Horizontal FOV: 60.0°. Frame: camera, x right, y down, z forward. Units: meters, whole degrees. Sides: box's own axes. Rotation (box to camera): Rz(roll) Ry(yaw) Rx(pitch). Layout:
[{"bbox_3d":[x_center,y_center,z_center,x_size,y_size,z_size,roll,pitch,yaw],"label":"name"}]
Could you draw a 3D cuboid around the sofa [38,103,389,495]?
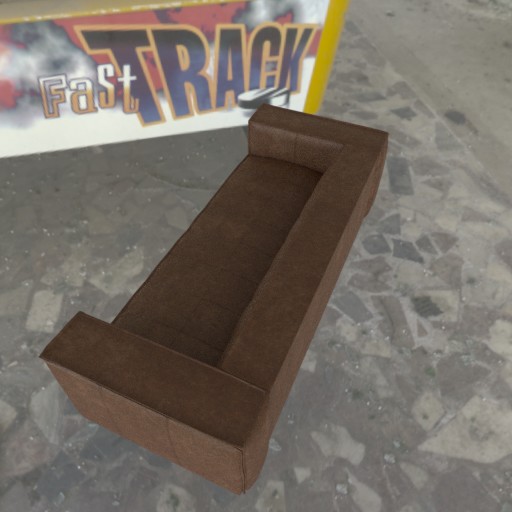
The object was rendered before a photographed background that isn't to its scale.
[{"bbox_3d":[0.000,0.000,2.901,1.102,0.701,2.581,18,50,16],"label":"sofa"}]
